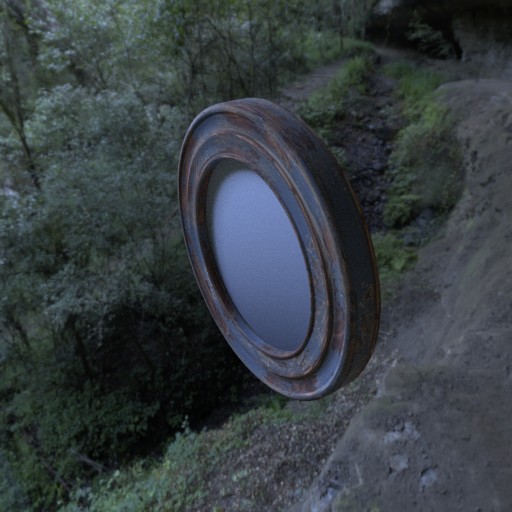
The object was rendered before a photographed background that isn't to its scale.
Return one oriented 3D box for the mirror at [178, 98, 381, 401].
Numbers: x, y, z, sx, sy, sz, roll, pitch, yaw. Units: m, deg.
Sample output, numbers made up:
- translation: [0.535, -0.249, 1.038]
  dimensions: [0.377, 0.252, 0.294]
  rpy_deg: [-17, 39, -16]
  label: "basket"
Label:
- translation: [0.000, 0.000, 0.875]
  dimensions: [0.061, 0.585, 0.585]
  rpy_deg: [-20, 38, -28]
  label: "mirror"
